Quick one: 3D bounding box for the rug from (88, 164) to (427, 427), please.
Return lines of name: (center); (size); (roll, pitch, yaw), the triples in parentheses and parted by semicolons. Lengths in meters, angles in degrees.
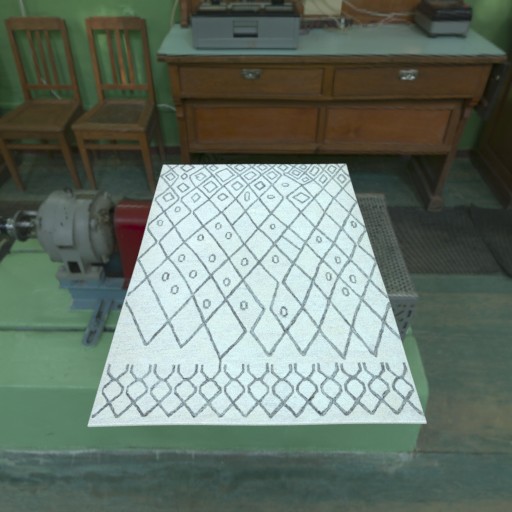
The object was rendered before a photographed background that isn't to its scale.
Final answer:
rug: (0.000, 0.000, 2.273); (1.222, 0.015, 1.828); (0, 42, 0)
